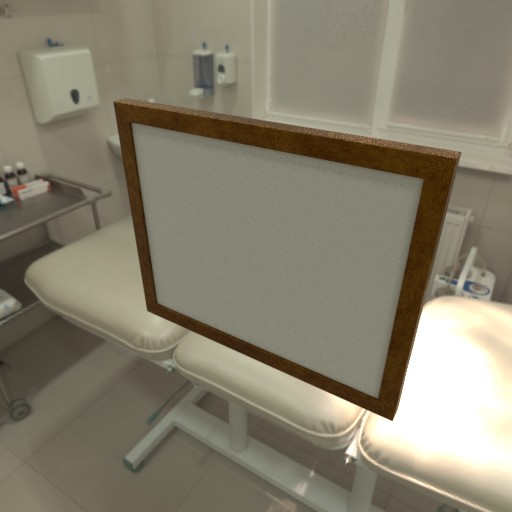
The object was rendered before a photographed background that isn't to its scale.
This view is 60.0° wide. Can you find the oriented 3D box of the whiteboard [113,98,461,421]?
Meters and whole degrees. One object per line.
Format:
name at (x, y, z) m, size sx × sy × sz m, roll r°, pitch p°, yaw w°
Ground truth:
whiteboard at (0.000, 0.000, 0.765) m, size 0.561 × 0.457 × 0.029 m, roll 18°, pitch 36°, yaw 27°
